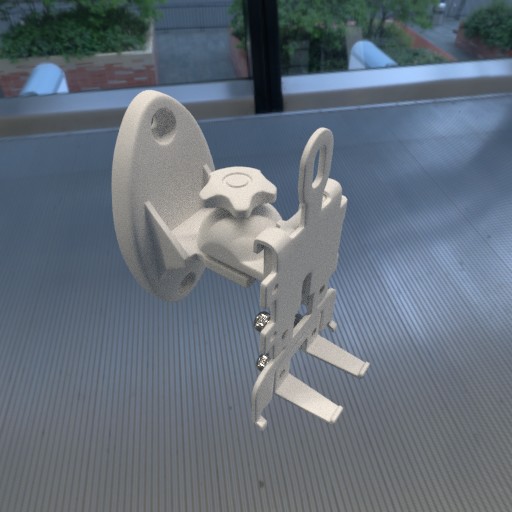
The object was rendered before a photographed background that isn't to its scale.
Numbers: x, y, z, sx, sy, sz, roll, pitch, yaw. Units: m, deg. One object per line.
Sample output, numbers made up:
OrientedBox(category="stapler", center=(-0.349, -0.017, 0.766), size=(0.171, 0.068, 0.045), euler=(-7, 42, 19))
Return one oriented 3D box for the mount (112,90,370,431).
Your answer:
OrientedBox(category="mount", center=(0.000, 0.000, 0.174), size=(0.100, 0.118, 0.066), euler=(25, 47, 25))
